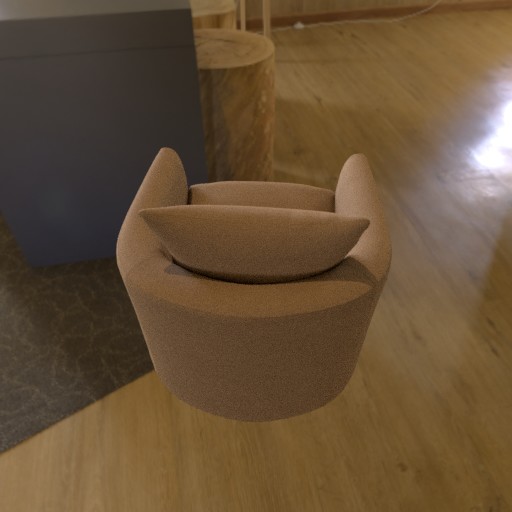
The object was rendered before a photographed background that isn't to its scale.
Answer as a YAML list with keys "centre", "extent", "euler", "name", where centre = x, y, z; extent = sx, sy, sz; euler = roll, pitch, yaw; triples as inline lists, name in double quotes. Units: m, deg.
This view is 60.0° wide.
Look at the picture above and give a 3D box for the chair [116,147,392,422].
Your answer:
- centre: [0.000, 0.000, 1.580]
  extent: [0.845, 0.848, 0.910]
  euler: [2, 47, 2]
  name: "chair"
